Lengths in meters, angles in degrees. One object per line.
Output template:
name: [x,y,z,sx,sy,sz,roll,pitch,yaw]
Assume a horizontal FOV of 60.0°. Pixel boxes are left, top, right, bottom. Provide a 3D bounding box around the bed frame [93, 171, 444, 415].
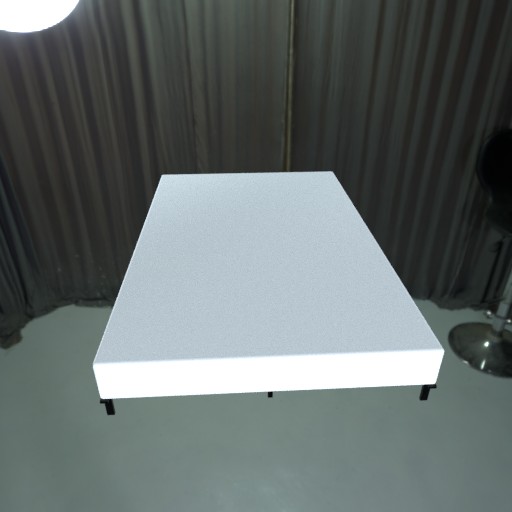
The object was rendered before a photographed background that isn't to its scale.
bed frame: [0.000,0.000,3.779,1.930,0.440,2.987,-2,30,-3]
